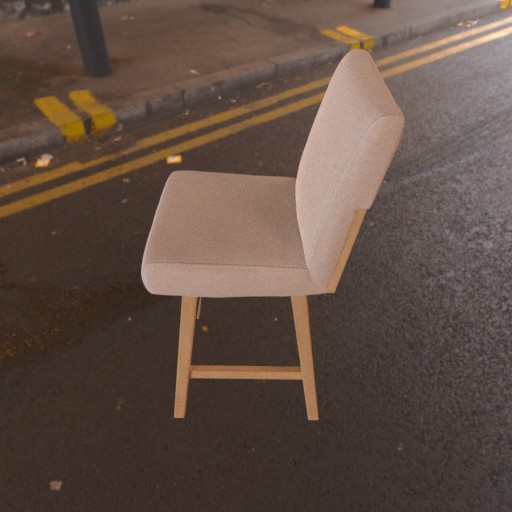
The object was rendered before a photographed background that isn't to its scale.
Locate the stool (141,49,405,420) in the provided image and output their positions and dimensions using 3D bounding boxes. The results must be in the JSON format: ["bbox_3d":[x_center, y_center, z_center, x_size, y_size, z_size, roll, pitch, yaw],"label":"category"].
[{"bbox_3d":[0.000,0.000,1.254,0.543,1.015,0.446,1,42,1],"label":"stool"}]
